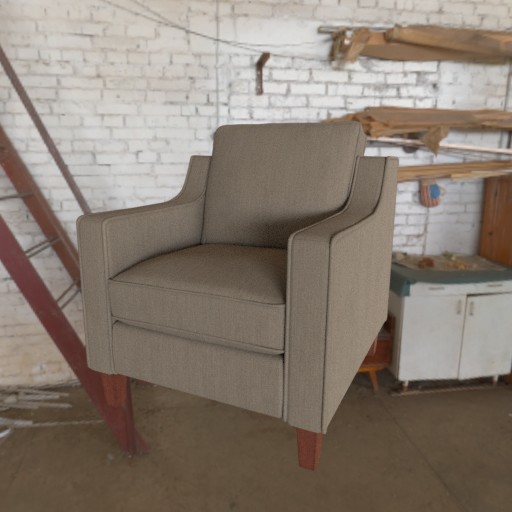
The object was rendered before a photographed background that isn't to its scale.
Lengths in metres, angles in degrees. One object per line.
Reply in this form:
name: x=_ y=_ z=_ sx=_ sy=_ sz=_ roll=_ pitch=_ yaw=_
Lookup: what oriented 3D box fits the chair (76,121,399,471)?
chair: x=0.000 y=0.000 z=1.617 sx=0.831 sy=0.960 sz=0.909 roll=6 pitch=15 yaw=25
